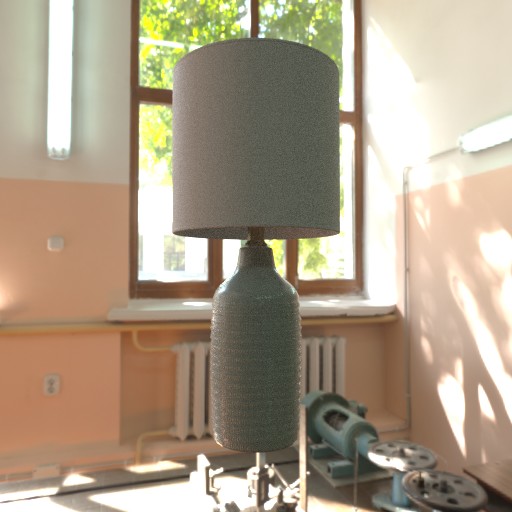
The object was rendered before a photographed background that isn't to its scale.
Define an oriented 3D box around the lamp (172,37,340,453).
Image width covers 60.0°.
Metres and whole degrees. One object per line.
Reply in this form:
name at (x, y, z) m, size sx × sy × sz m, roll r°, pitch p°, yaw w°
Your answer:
lamp at (0.000, 0.000, 0.590) m, size 0.220 × 0.475 × 0.220 m, roll -1°, pitch -2°, yaw 18°
